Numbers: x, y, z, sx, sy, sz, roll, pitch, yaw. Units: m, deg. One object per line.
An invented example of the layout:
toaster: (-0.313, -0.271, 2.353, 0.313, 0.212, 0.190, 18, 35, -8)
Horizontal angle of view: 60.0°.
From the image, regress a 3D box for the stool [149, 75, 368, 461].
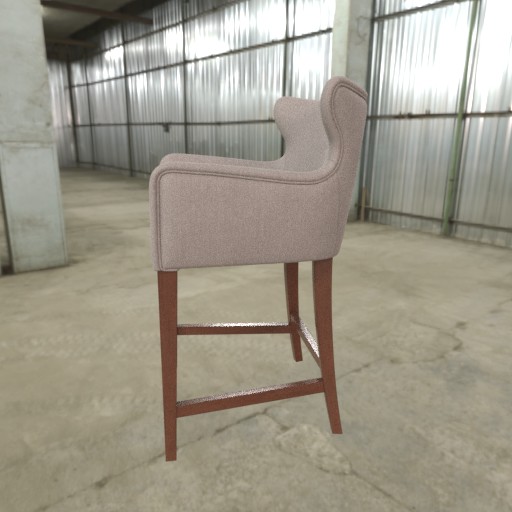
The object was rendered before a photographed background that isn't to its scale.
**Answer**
stool: (0.000, 0.000, 1.330, 0.575, 0.951, 0.575, -2, 15, -9)
